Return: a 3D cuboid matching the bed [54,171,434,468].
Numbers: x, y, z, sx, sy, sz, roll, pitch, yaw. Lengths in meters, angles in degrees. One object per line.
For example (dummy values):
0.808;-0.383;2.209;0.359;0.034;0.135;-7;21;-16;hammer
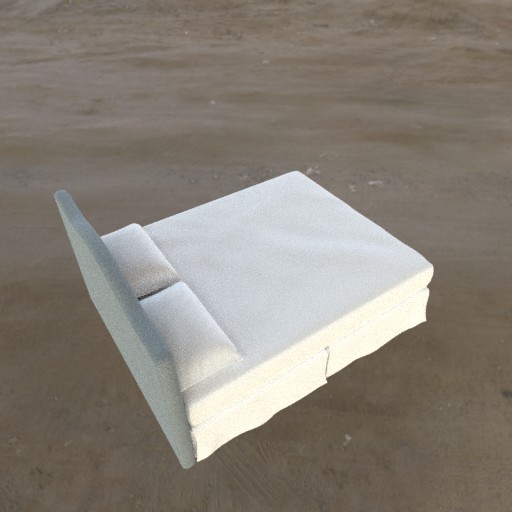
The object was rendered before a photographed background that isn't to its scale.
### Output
0.000;0.000;4.016;2.689;1.457;2.161;-24;47;-25;bed
